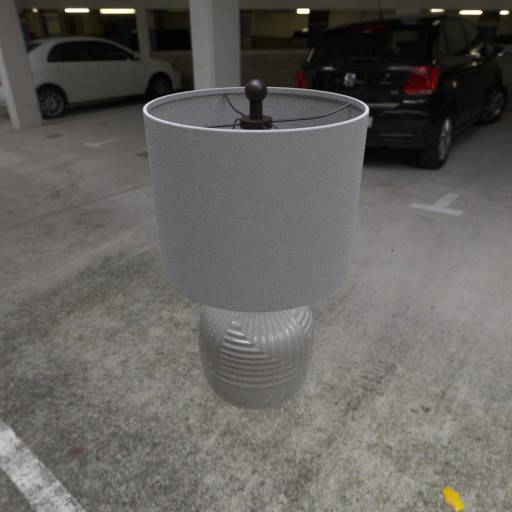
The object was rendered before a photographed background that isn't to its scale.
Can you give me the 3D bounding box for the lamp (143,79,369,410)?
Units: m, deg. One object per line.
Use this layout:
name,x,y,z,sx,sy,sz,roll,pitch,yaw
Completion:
lamp,0.000,0.000,0.758,0.318,0.567,0.318,0,29,0
